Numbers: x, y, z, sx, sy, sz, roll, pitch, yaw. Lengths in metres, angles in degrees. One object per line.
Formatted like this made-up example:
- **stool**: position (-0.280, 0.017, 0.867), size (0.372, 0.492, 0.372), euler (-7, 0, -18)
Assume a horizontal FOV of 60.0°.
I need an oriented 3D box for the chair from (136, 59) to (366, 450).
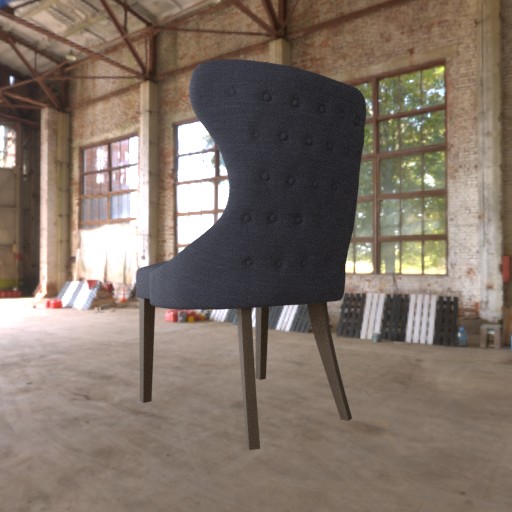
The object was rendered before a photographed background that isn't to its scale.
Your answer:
- **chair**: position (0.000, 0.000, 1.398), size (0.628, 0.967, 0.635), euler (1, -1, -36)
